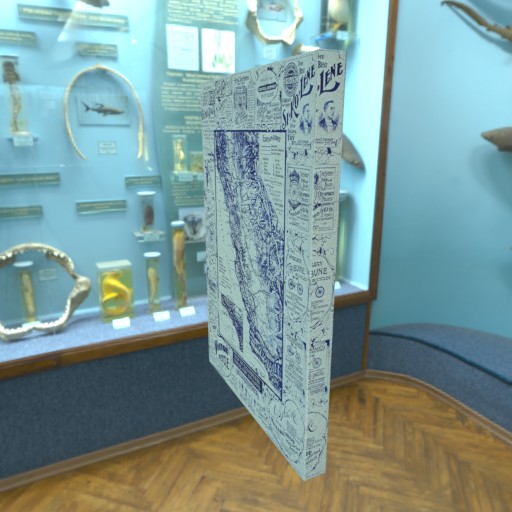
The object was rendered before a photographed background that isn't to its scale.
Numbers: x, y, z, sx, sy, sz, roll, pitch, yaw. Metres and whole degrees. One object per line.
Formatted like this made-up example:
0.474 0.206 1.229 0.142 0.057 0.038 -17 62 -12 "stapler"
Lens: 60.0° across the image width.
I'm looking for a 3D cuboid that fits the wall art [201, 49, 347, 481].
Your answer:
0.000 0.000 0.484 0.025 0.376 0.255 -8 17 -25 "wall art"
